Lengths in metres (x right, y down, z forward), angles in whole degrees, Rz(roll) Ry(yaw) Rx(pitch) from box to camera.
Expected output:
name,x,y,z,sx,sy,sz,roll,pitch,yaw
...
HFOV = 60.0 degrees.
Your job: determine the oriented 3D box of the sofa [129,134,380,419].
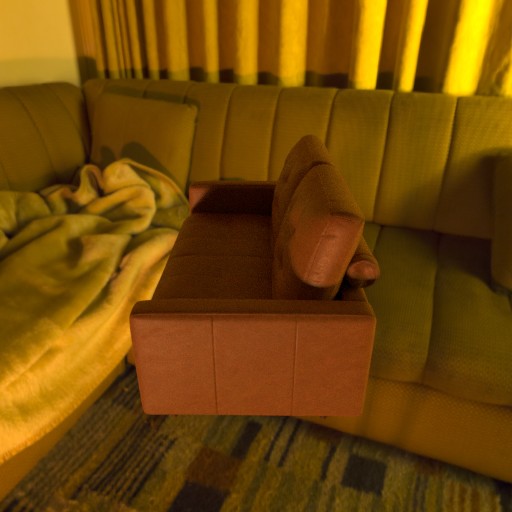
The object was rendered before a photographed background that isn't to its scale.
name,x,y,z,sx,sy,sz,roll,pitch,yaw
sofa,0.000,0.000,2.092,0.868,0.898,1.430,0,27,1
